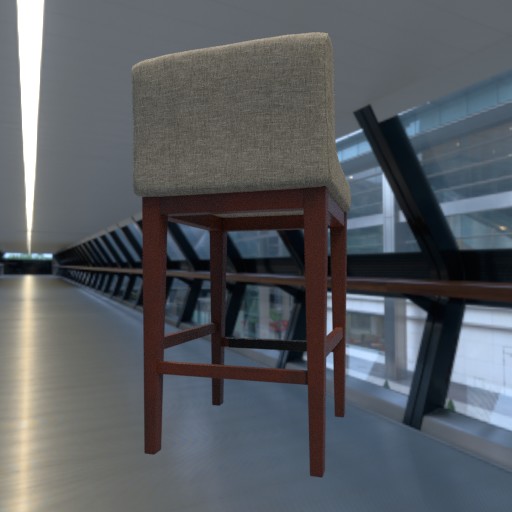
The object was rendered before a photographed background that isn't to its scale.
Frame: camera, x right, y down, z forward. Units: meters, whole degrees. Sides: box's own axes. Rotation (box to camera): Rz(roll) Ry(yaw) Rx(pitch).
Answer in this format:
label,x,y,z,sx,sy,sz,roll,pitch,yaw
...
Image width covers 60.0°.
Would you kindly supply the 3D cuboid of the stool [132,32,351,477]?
label,x,y,z,sx,sy,sz,roll,pitch,yaw
stool,0.000,0.000,1.063,0.417,0.835,0.459,-1,-3,17
